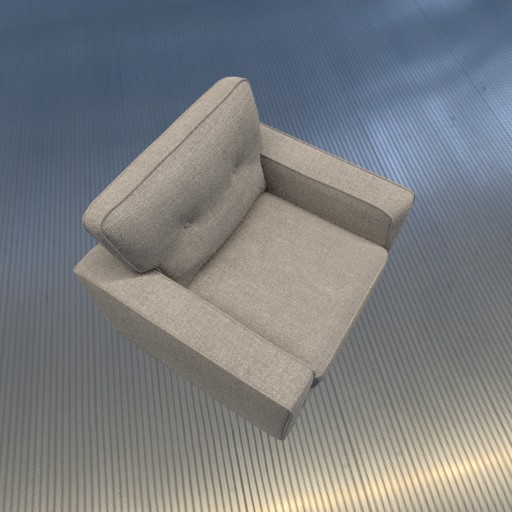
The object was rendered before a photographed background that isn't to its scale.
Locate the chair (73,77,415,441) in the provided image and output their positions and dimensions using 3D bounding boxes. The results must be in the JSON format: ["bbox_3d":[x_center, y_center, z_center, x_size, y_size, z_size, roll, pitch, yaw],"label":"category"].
[{"bbox_3d":[0.000,0.000,1.800,0.939,0.965,1.015,29,63,16],"label":"chair"}]
